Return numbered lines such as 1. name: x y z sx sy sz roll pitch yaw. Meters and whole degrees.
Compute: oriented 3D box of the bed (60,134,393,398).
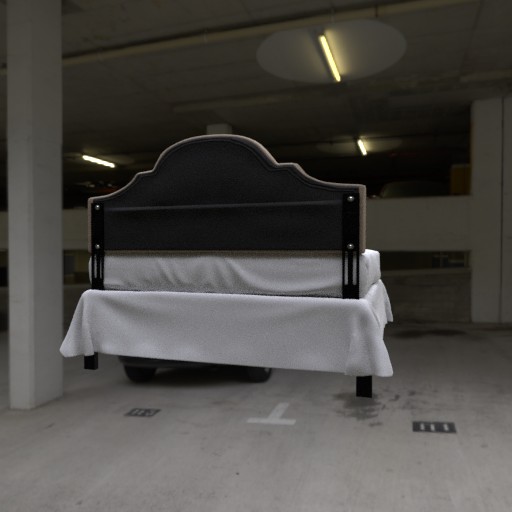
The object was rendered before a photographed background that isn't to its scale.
1. bed: 0.000 0.000 3.838 2.303 1.631 2.222 0 1 18
